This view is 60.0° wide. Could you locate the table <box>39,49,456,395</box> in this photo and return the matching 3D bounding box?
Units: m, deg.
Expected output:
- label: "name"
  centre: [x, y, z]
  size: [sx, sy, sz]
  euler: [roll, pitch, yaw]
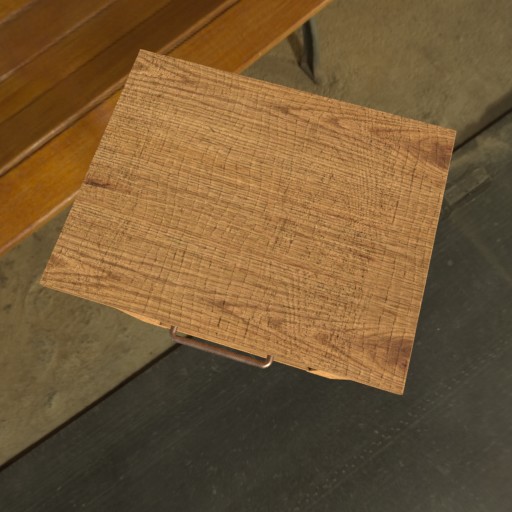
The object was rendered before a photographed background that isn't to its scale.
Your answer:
- label: "table"
  centre: [0.000, 0.000, 1.050]
  size: [0.601, 0.625, 0.494]
  euler: [16, 76, 4]
